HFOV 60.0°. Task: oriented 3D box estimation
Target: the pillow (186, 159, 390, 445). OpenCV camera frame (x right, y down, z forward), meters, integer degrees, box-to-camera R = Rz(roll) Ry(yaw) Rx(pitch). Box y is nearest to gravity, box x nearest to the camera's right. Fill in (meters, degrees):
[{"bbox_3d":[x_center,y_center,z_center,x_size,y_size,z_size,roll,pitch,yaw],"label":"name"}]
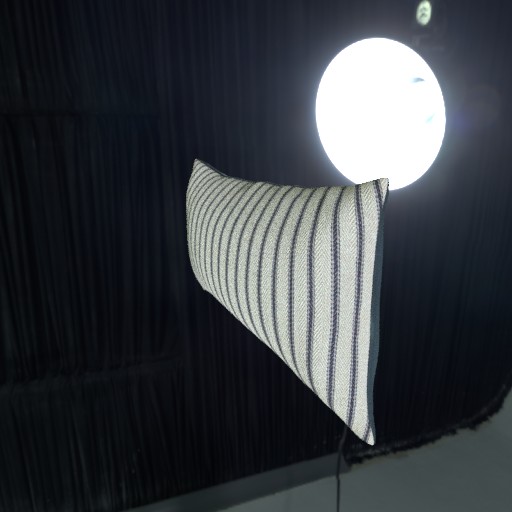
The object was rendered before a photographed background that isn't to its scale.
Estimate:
[{"bbox_3d":[0.000,0.000,0.723,0.151,0.305,0.609,-7,17,-24],"label":"pillow"}]
